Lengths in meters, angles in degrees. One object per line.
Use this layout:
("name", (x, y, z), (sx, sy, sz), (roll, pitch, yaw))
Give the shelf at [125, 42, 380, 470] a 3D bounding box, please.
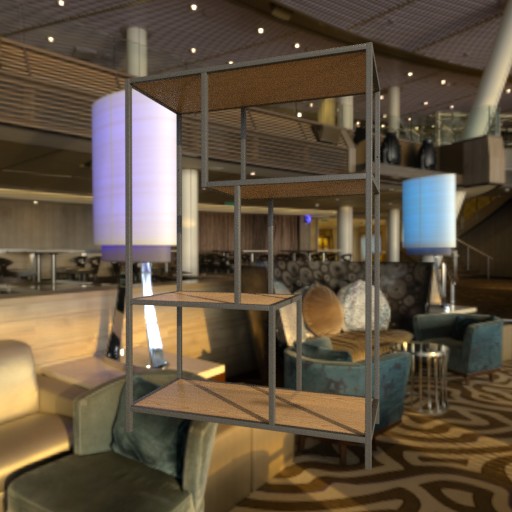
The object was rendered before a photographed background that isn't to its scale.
("shelf", (0.000, 0.000, 1.469), (0.770, 1.138, 0.350), (0, 1, 19))
